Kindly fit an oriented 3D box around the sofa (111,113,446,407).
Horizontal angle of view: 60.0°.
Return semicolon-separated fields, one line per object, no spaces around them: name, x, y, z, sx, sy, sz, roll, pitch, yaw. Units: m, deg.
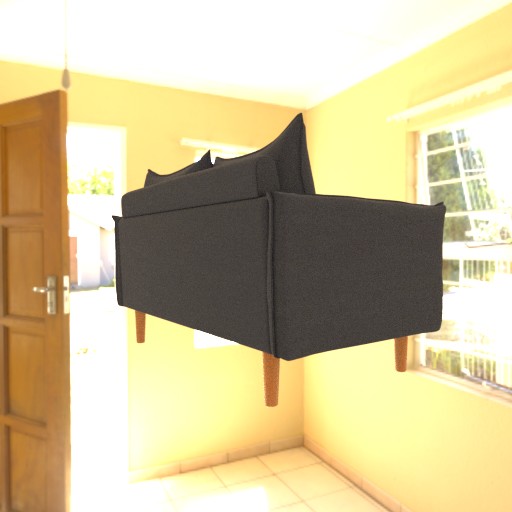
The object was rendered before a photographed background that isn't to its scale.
sofa;0.000;0.000;1.865;0.820;0.840;1.300;-1;2;-36
